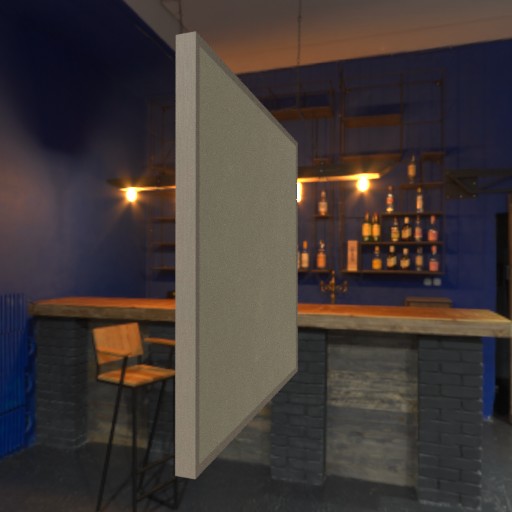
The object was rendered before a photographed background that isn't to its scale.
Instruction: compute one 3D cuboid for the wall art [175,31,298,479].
[{"bbox_3d":[0.000,0.000,1.118,0.038,0.758,0.761,0,0,18],"label":"wall art"}]
